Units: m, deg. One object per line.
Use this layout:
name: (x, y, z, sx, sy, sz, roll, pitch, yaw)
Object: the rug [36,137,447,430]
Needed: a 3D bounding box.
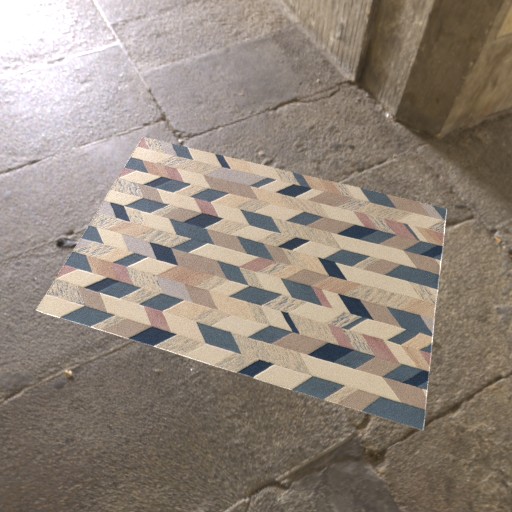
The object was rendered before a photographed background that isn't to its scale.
rug: (0.000, 0.000, 2.252, 1.813, 0.006, 1.202, 15, 60, 9)
